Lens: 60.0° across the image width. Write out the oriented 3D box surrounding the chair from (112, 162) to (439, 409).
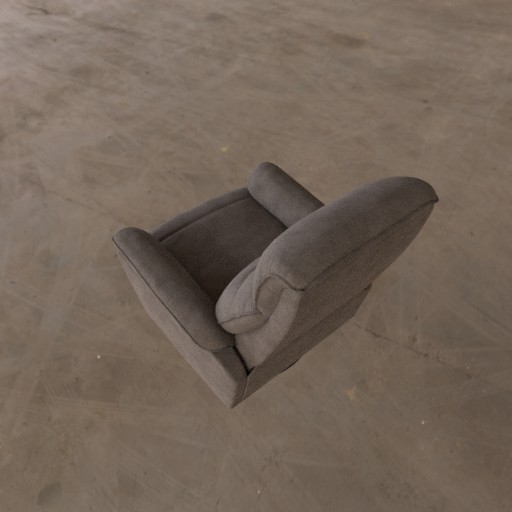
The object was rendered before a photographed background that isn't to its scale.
[{"bbox_3d":[0.000,0.000,1.743,0.830,1.036,1.009,-31,53,-26],"label":"chair"}]
